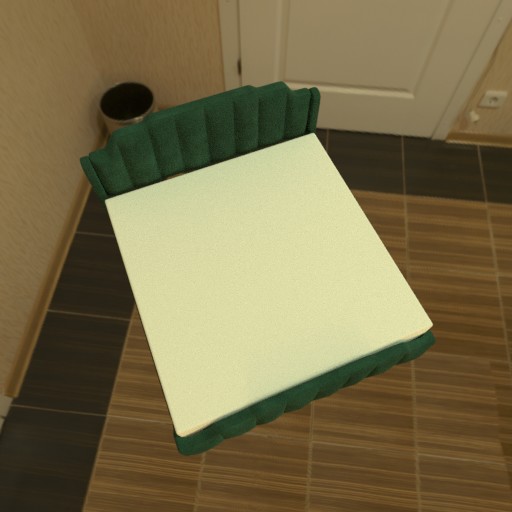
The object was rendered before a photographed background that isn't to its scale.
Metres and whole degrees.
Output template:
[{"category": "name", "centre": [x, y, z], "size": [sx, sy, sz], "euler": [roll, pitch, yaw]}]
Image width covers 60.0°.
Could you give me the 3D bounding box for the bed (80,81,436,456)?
[{"category": "bed", "centre": [0.000, 0.000, 3.543], "size": [2.074, 1.245, 2.340], "euler": [-20, 65, -10]}]
